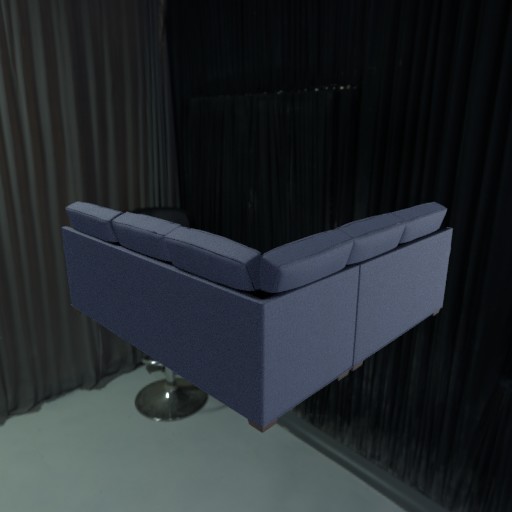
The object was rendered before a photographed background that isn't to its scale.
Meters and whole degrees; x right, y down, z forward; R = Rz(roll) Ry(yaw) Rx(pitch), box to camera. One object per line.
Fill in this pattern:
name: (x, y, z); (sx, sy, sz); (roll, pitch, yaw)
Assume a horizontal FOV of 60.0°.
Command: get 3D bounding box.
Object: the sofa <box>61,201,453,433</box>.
sofa: (0.000, 0.000, 4.020); (2.562, 1.042, 2.487); (16, 23, 42)
